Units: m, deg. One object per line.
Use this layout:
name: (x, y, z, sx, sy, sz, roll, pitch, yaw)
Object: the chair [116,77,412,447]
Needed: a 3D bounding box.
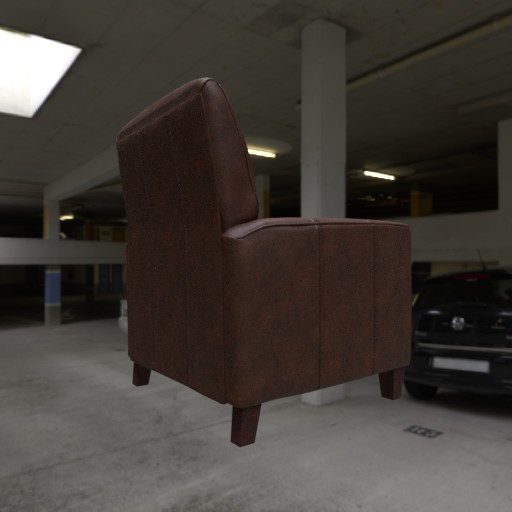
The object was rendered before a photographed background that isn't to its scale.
chair: (0.000, 0.000, 1.655, 0.850, 1.010, 0.839, 0, -1, -37)
